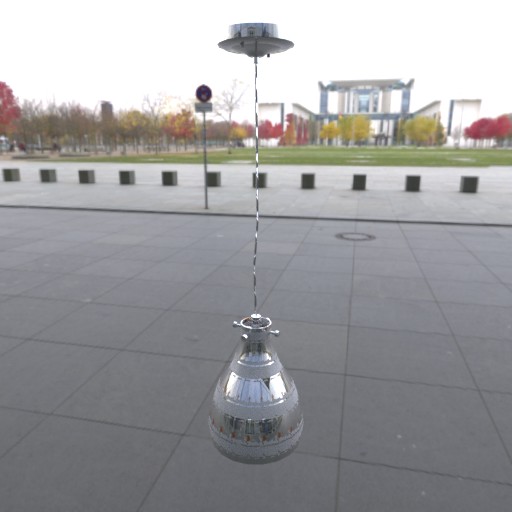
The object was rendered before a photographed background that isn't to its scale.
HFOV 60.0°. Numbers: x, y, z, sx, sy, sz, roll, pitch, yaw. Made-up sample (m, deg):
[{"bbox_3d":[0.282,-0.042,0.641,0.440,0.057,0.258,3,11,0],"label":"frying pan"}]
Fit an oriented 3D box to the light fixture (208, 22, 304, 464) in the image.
[{"bbox_3d":[0.000,0.000,1.582,0.374,1.457,0.374,8,16,27],"label":"light fixture"}]
